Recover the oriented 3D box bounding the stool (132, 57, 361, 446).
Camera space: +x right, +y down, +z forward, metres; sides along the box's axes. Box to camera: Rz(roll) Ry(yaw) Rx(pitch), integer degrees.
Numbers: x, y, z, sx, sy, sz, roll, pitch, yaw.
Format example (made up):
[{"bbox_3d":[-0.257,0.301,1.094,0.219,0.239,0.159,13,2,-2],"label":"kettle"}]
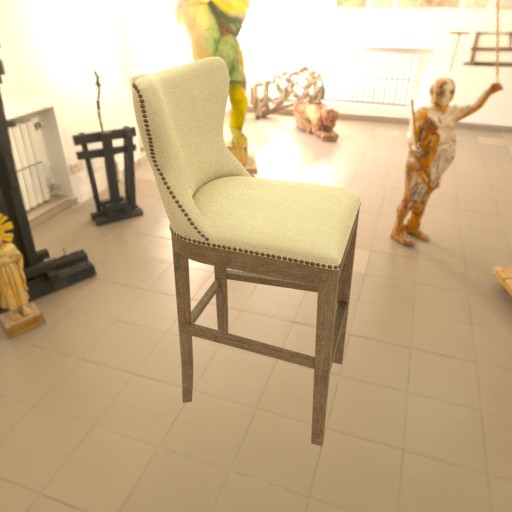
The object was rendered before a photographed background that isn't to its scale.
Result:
[{"bbox_3d":[0.000,0.000,1.436,0.606,1.123,0.494,10,32,16],"label":"stool"}]
